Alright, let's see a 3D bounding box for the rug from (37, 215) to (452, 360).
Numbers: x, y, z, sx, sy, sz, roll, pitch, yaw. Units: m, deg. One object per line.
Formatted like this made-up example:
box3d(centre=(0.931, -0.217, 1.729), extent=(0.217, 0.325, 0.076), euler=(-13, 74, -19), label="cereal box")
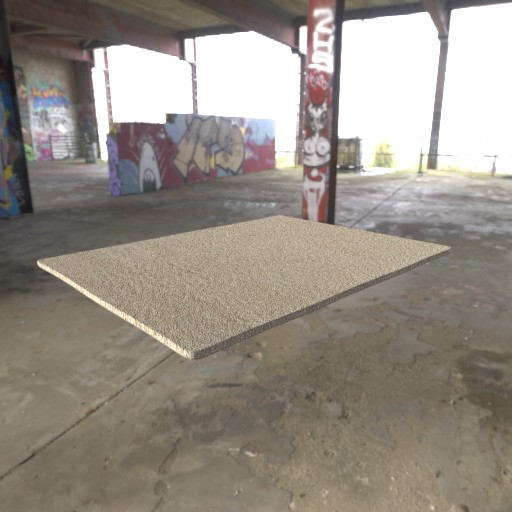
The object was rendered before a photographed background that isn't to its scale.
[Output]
box3d(centre=(0.000, 0.000, 2.111), extent=(1.600, 0.027, 1.200), euler=(-15, 21, -41), label="rug")
